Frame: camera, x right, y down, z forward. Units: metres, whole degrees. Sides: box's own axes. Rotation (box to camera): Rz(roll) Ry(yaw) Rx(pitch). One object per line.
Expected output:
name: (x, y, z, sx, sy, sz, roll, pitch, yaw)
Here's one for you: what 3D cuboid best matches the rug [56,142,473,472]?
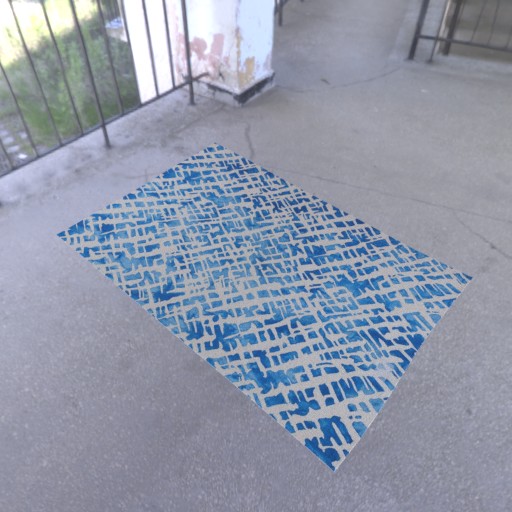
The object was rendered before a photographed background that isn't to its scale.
rug: (0.000, 0.000, 2.302, 1.830, 0.011, 1.209, 33, 55, 27)
